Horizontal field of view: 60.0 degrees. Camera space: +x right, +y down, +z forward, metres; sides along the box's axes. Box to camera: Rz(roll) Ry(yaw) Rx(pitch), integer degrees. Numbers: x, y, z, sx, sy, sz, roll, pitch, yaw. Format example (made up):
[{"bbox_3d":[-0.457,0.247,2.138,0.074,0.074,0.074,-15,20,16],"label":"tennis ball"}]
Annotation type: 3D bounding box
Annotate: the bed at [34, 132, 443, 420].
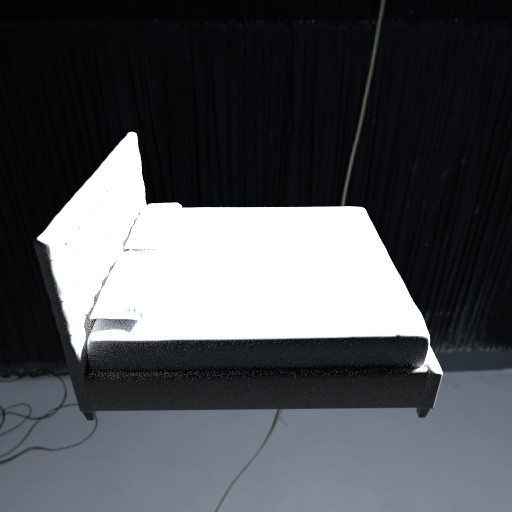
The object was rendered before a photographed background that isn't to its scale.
[{"bbox_3d":[0.000,0.000,3.540,2.387,1.427,2.078,0,31,0],"label":"bed"}]
